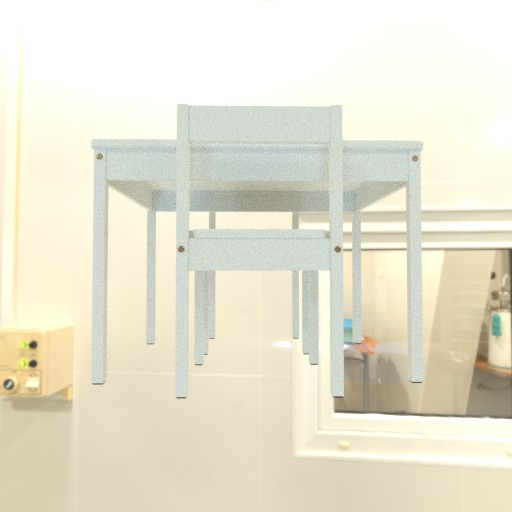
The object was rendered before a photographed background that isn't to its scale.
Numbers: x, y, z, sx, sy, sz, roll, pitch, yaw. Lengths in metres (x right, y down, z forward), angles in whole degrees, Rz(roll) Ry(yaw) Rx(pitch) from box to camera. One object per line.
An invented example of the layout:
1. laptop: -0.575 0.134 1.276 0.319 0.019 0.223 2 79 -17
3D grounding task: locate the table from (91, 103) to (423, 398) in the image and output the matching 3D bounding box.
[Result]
1. table: 0.000 0.000 1.090 0.650 0.503 0.672 0 -2 -1
